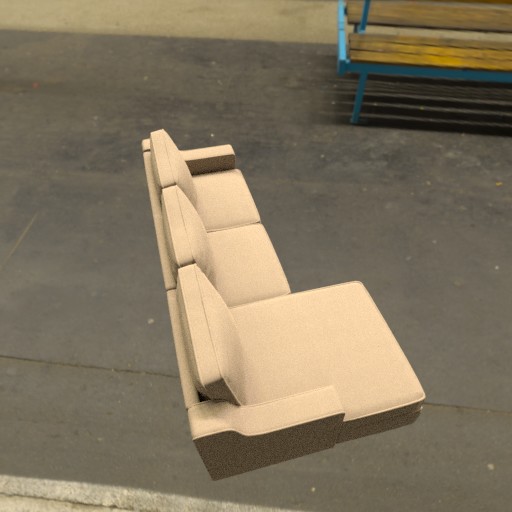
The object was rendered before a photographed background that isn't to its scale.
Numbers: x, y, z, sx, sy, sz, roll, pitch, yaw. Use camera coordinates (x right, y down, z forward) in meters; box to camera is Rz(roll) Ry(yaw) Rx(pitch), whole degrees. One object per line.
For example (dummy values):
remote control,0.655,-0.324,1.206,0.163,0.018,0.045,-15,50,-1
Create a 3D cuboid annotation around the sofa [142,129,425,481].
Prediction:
sofa,0.000,0.000,3.132,1.294,0.928,2.561,-11,47,-11
